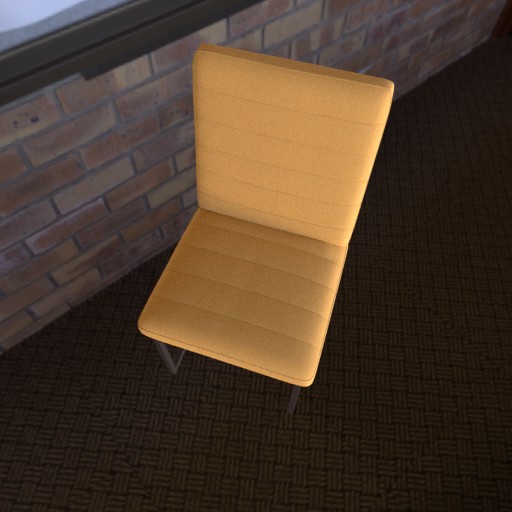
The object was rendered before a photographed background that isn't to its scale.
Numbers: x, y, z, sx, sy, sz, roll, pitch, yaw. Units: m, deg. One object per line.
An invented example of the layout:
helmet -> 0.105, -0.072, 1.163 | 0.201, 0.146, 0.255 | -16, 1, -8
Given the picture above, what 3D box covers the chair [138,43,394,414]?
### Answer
chair -> 0.000, 0.000, 1.334 | 0.520, 0.930, 0.634 | 16, 59, 10
